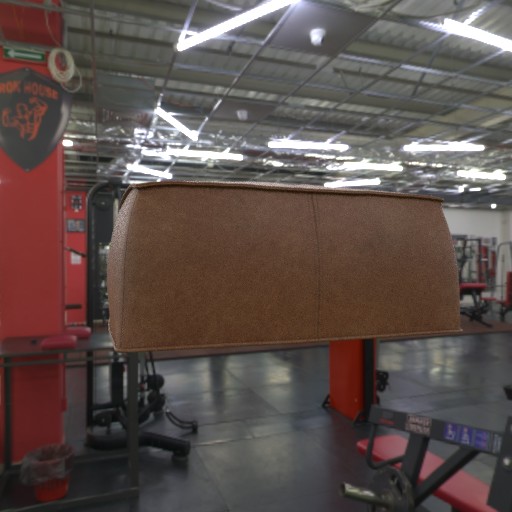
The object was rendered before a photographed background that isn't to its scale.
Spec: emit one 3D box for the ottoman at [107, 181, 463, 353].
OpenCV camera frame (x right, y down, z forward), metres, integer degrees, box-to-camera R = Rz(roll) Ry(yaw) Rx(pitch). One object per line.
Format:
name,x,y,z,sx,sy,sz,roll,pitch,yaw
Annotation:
ottoman,0.000,0.000,1.413,0.901,0.395,0.902,0,0,-17
